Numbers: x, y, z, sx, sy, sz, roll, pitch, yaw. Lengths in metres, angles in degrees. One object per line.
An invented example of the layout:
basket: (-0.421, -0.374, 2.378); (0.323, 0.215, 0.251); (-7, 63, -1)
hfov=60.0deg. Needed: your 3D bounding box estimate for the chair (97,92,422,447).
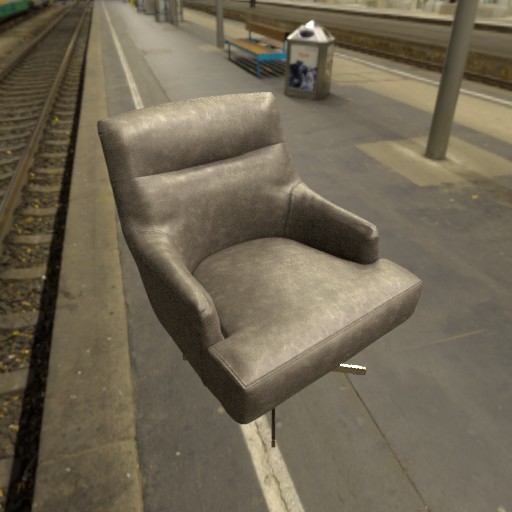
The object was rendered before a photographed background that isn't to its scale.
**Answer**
chair: (0.000, 0.000, 1.482); (0.738, 0.870, 0.874); (-22, 38, -32)
